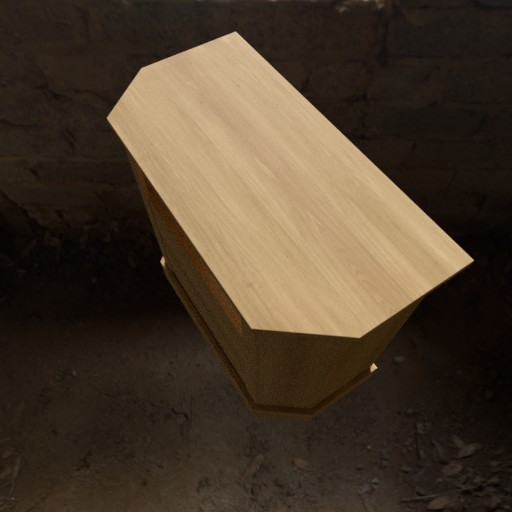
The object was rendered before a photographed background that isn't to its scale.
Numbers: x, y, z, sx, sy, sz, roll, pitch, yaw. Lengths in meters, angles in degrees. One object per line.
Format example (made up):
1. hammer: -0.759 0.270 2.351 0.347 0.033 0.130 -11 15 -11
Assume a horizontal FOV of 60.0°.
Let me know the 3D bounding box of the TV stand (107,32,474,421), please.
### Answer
1. TV stand: 0.000 0.000 1.292 0.425 0.781 0.851 -29 64 -16
